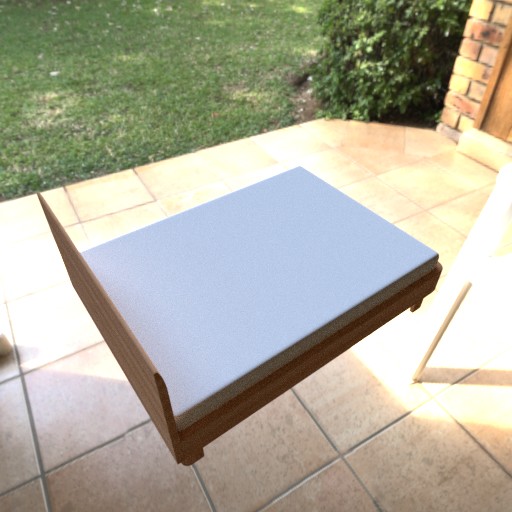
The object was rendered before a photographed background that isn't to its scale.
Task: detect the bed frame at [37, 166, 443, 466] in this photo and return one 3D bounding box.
[{"bbox_3d":[0.000,0.000,2.803,1.992,0.940,1.472,-26,48,-26],"label":"bed frame"}]
